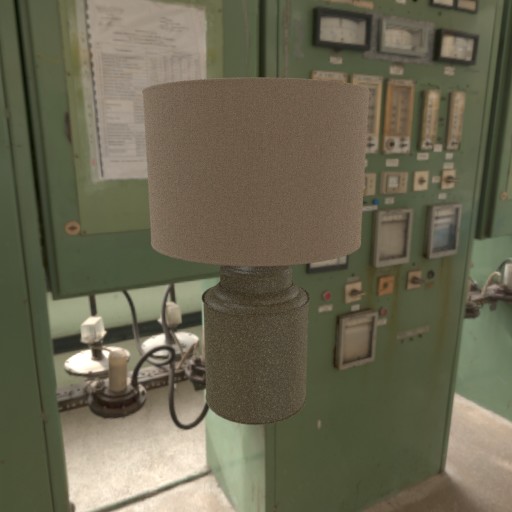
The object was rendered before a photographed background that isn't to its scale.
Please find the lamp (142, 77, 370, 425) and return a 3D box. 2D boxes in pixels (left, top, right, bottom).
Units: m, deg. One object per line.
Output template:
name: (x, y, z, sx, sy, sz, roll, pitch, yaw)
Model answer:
lamp: (0.000, 0.000, 0.696, 0.318, 0.486, 0.318, 0, 14, 0)
